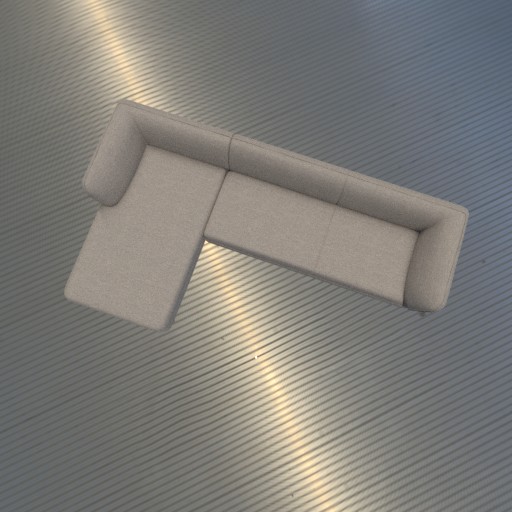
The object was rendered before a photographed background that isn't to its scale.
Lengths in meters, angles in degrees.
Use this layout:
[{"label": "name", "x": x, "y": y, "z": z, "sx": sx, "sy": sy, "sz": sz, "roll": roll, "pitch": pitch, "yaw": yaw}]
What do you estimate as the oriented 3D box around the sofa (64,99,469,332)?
[{"label": "sofa", "x": 0.000, "y": 0.000, "z": 3.317, "sx": 2.653, "sy": 0.693, "sz": 1.532, "roll": 19, "pitch": 78, "yaw": 4}]
